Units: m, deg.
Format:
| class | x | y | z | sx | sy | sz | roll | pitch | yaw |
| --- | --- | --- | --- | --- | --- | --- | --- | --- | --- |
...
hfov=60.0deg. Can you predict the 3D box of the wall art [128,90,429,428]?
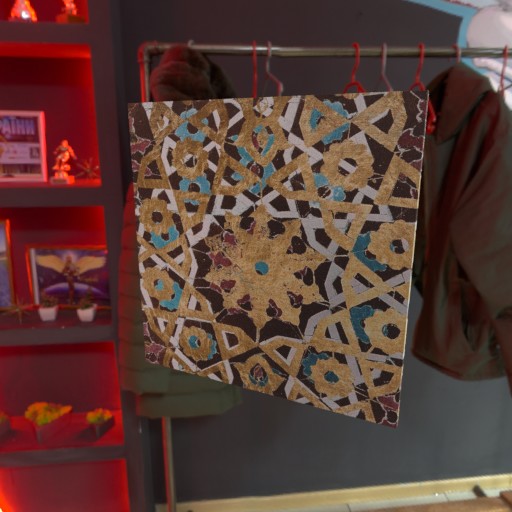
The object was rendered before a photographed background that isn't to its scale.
| class | x | y | z | sx | sy | sz | roll | pitch | yaw |
| --- | --- | --- | --- | --- | --- | --- | --- | --- | --- |
| wall art | 0.000 | 0.000 | 0.603 | 0.404 | 0.406 | 0.010 | 7 | 16 | 25 |
